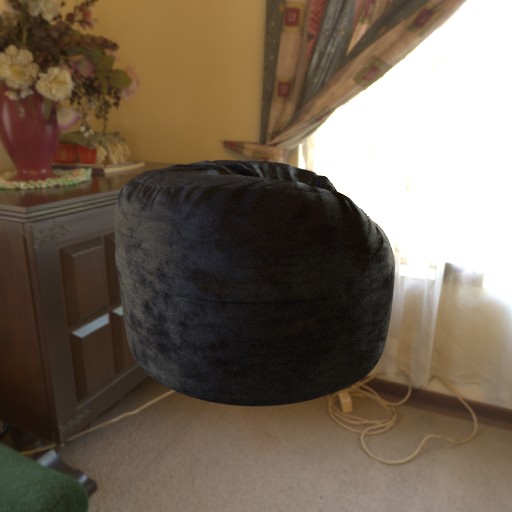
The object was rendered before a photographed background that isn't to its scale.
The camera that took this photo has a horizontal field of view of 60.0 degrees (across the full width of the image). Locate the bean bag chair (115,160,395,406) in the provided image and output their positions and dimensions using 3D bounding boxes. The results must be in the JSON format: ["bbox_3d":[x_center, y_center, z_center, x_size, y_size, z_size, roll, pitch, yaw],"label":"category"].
[{"bbox_3d":[0.000,0.000,1.514,0.918,0.616,0.918,0,17,0],"label":"bean bag chair"}]
